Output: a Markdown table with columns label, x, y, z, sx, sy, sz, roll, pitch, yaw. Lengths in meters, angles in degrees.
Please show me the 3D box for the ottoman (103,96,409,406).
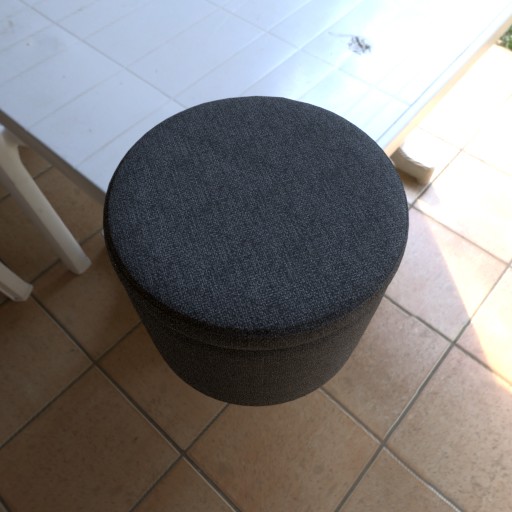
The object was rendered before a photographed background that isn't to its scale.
| label | x | y | z | sx | sy | sz | roll | pitch | yaw |
| --- | --- | --- | --- | --- | --- | --- | --- | --- | --- |
| ottoman | 0.000 | 0.000 | 0.912 | 0.520 | 0.430 | 0.520 | 0 | 58 | 0 |
